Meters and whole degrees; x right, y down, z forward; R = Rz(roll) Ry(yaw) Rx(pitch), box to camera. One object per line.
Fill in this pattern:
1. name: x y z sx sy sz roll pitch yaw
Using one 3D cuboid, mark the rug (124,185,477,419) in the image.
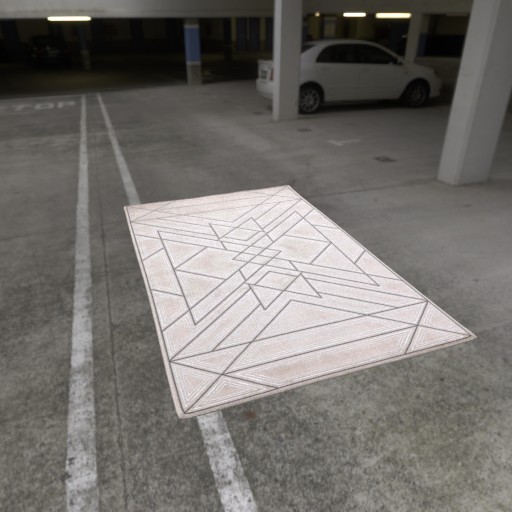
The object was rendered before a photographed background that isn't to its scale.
1. rug: 0.000 0.000 3.087 1.575 0.023 2.459 -10 30 -17
